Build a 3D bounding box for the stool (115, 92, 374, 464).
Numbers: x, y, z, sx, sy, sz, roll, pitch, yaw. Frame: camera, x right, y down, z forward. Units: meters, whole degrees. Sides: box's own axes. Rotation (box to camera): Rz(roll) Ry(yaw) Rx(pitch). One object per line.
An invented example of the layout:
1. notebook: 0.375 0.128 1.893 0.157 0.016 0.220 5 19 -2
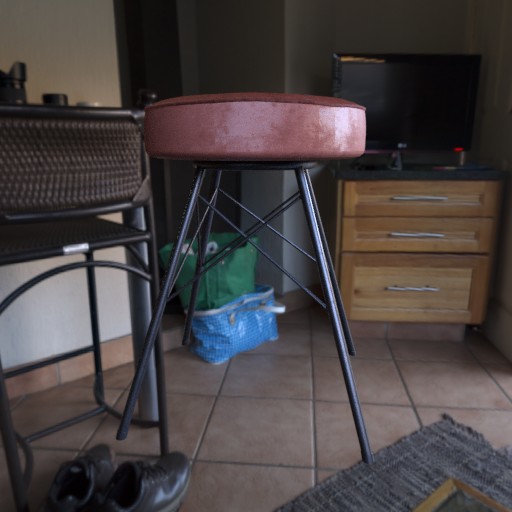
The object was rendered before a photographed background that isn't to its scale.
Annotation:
1. stool: 0.000 0.000 0.896 0.457 0.593 0.421 2 14 8
